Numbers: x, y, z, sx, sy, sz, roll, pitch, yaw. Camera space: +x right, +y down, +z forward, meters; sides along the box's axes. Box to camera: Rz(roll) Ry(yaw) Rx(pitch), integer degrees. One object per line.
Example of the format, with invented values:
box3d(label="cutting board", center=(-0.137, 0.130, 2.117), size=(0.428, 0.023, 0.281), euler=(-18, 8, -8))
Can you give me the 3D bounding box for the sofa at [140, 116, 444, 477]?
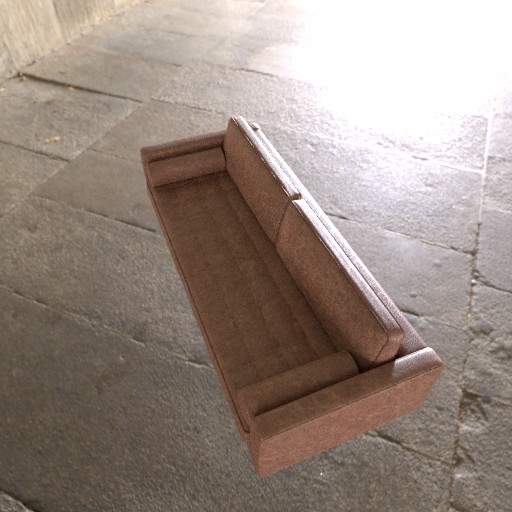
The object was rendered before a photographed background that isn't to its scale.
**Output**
box3d(label="sofa", center=(0.000, 0.000, 2.649), size=(0.914, 0.762, 2.210), euler=(-17, 49, -15))
